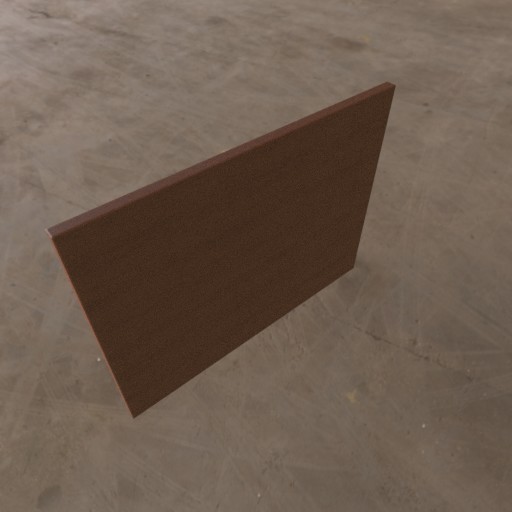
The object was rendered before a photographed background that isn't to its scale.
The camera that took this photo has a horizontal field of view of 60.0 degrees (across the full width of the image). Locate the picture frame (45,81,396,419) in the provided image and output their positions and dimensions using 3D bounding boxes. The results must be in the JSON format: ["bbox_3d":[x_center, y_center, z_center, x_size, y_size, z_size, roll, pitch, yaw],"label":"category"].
[{"bbox_3d":[0.000,0.000,1.754,1.329,1.018,0.045,-30,53,-26],"label":"picture frame"}]
